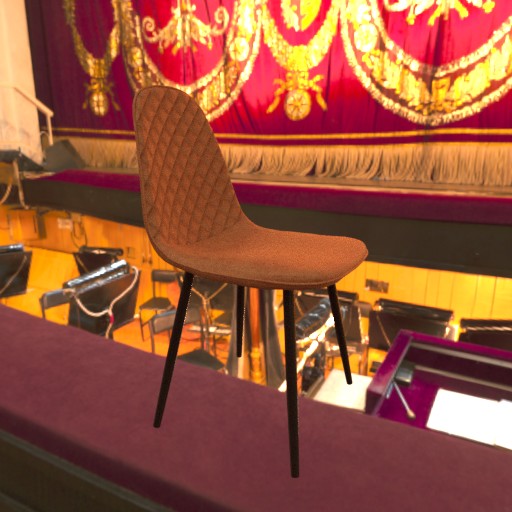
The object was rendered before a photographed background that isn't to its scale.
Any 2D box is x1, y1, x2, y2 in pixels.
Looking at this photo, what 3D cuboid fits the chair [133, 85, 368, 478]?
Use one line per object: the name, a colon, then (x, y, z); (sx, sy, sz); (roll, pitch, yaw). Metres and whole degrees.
chair: (0.000, 0.000, 1.195); (0.561, 0.889, 0.472); (7, 16, 26)
